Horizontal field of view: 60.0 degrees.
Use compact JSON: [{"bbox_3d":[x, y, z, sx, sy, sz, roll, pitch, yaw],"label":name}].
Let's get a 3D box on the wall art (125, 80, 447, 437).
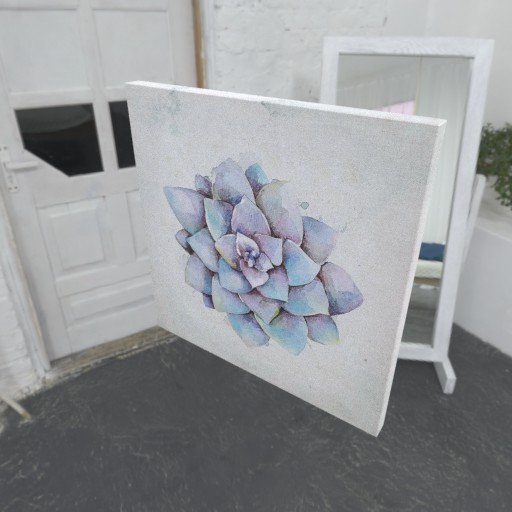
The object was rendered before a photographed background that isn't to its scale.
[{"bbox_3d":[0.000,0.000,0.895,0.612,0.612,0.040,19,35,30],"label":"wall art"}]
